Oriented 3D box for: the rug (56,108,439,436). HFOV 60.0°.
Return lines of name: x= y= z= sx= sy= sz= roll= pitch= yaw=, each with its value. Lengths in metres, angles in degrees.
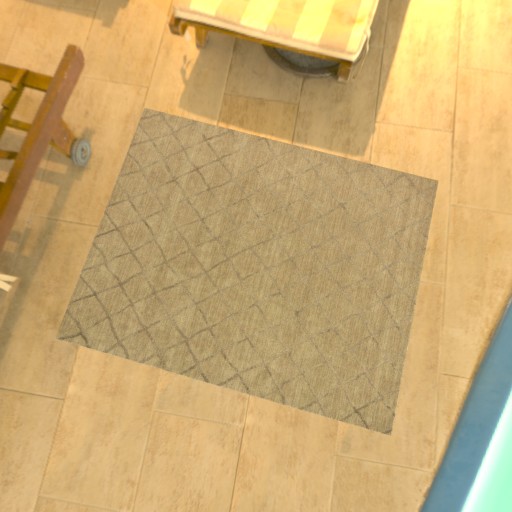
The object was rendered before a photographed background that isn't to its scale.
rug: x=0.000 y=0.000 z=4.143 sx=3.038 sy=0.019 sz=2.420 roll=15 pitch=76 yaw=4
